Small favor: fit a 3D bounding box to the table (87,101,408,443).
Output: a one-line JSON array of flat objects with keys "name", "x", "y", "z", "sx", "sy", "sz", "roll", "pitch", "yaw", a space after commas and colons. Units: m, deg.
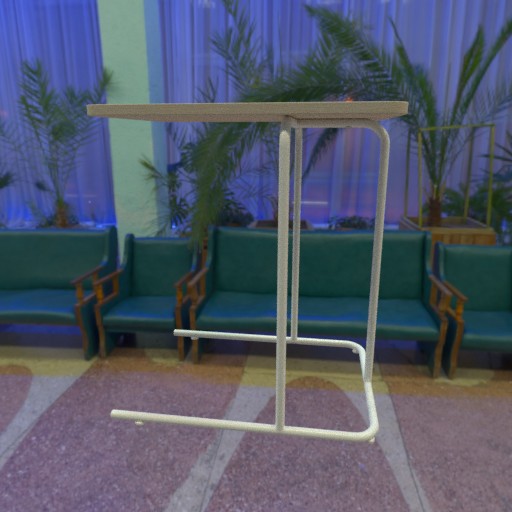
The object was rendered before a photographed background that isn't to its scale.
[{"name": "table", "x": 0.000, "y": 0.000, "z": 0.877, "sx": 0.480, "sy": 0.550, "sz": 0.370, "roll": 2, "pitch": 15, "yaw": 8}]
